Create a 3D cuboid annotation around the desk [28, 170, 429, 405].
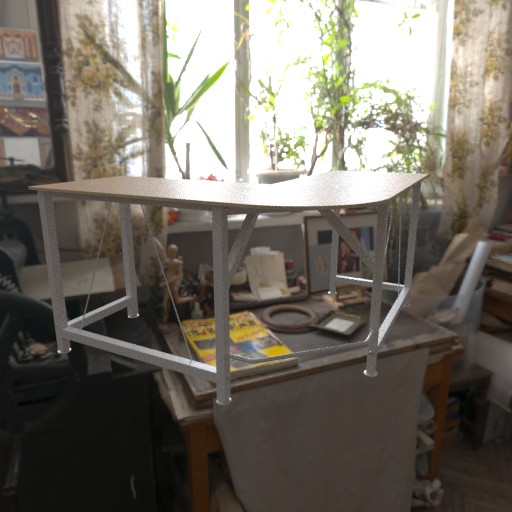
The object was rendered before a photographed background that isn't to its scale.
[{"bbox_3d":[0.000,0.000,2.226,1.400,0.762,1.400,8,17,26],"label":"desk"}]
